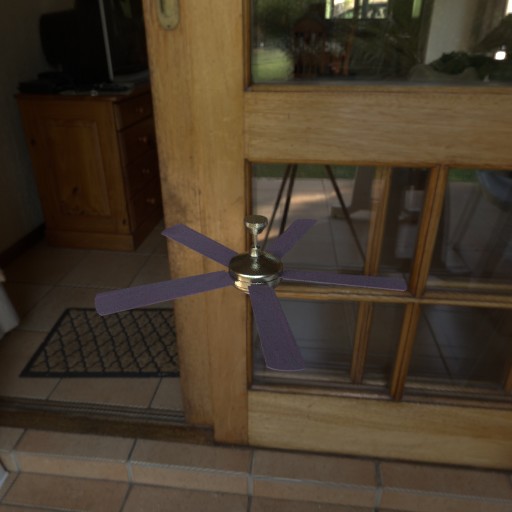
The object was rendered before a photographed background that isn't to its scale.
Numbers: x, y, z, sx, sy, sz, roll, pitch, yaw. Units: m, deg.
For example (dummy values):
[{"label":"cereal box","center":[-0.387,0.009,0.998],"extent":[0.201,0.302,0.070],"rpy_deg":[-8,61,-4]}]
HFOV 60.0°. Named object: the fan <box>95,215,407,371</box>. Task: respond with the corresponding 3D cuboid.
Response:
[{"label":"fan","center":[0.000,0.000,1.999],"extent":[1.321,0.356,1.321],"rpy_deg":[0,27,1]}]
